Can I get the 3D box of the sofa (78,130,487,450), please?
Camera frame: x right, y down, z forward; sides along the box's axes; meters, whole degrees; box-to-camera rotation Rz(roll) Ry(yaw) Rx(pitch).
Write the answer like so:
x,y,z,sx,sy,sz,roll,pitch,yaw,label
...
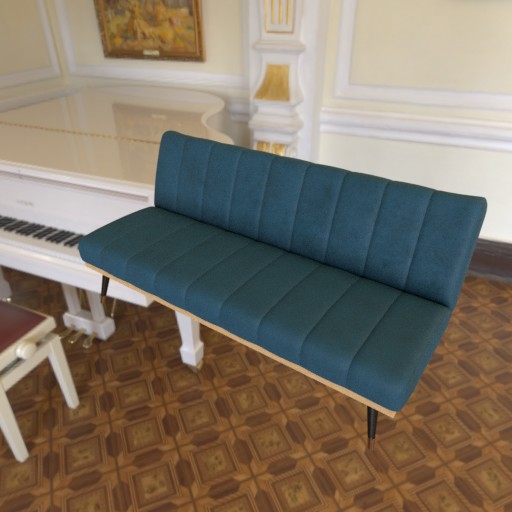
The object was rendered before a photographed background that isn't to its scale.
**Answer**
x,y,z,sx,sy,sz,roll,pitch,yaw,label
0.000,0.000,2.202,1.810,0.825,0.830,20,36,30,sofa
